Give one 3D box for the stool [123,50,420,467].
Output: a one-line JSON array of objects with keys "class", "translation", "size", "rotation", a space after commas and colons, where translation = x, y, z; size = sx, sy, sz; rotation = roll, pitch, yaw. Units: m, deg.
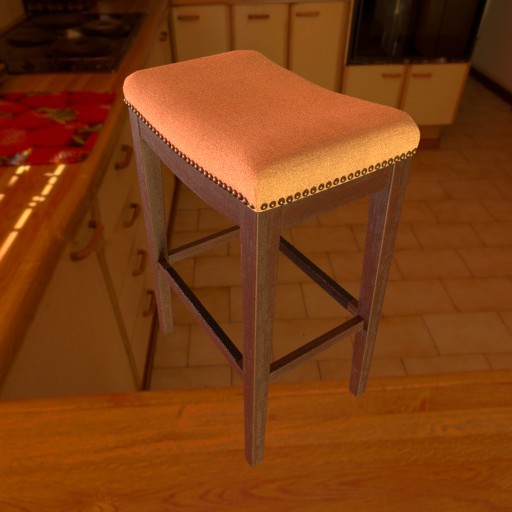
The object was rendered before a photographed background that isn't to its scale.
[{"class": "stool", "translation": [0.000, 0.000, 1.026], "size": [0.363, 0.768, 0.509], "rotation": [-23, 45, -25]}]
